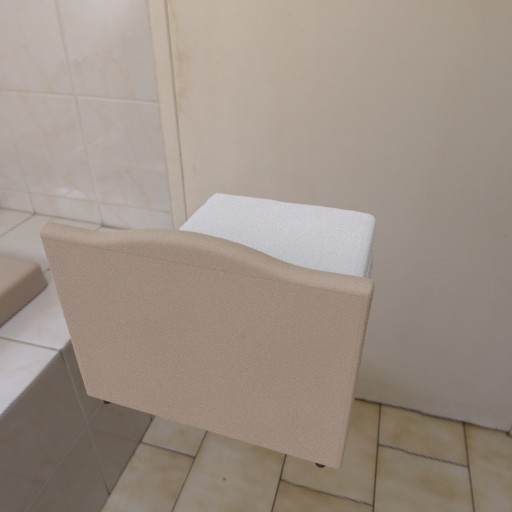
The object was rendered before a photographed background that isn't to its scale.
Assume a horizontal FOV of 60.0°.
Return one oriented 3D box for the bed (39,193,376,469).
[{"bbox_3d":[0.000,0.000,3.159,1.678,1.398,2.052,10,34,15],"label":"bed"}]
